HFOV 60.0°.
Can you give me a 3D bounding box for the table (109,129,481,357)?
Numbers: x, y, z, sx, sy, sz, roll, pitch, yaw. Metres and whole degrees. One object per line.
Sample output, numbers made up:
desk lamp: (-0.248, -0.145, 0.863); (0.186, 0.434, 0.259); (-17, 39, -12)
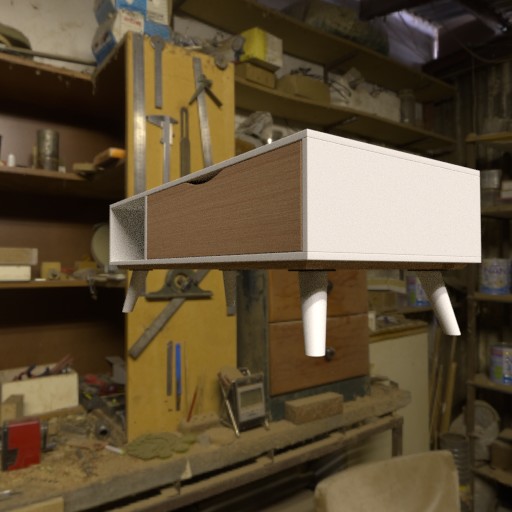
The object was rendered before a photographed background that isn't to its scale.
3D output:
table: (0.000, 0.000, 1.480); (0.609, 0.432, 1.194); (1, -2, -35)
